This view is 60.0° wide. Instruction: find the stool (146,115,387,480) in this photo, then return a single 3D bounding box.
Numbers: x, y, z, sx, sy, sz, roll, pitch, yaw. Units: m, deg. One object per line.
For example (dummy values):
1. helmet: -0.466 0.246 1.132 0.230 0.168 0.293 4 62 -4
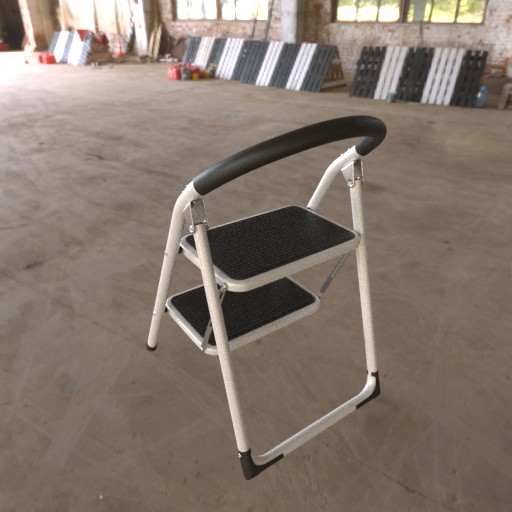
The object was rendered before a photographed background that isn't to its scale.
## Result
1. stool: 0.000 0.000 1.105 0.453 0.760 0.559 -19 35 -30
